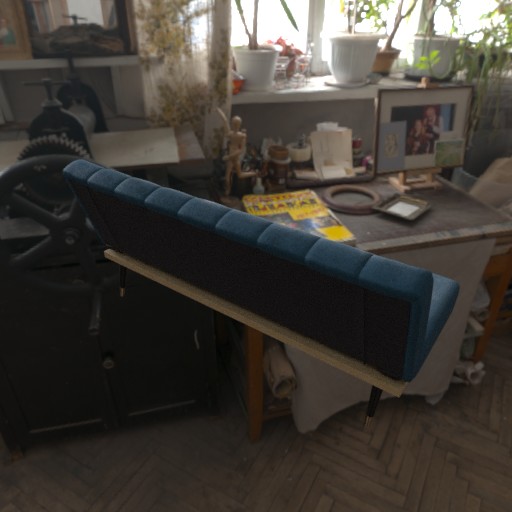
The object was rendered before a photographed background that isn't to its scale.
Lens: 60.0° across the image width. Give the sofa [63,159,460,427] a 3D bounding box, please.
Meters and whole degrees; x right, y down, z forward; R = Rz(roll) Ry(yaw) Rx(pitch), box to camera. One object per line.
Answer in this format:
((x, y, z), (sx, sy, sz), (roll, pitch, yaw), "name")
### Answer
((0.000, 0.000, 2.237), (1.810, 0.825, 0.830), (21, 37, 30), "sofa")
